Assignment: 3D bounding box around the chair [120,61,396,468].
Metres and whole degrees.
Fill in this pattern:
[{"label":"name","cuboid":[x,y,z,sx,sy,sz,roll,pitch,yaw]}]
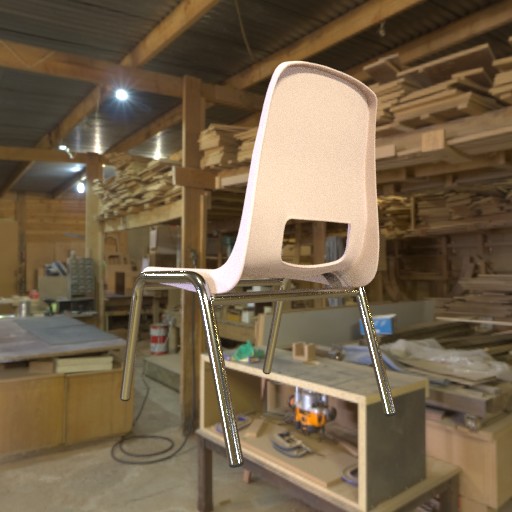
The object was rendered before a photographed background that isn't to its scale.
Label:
[{"label":"chair","cuboid":[0.000,0.000,0.784,0.354,0.537,0.385,1,-1,-37]}]
